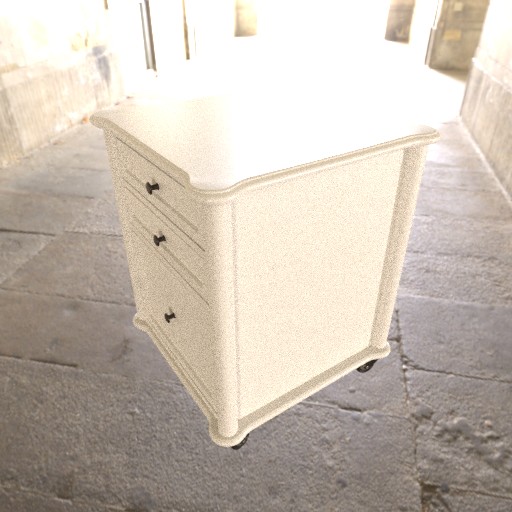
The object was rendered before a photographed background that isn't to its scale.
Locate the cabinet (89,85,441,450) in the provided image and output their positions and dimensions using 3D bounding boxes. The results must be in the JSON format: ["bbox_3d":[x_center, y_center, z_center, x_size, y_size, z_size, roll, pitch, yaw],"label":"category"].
[{"bbox_3d":[0.000,0.000,1.255,0.627,0.761,0.628,-20,38,-29],"label":"cabinet"}]
